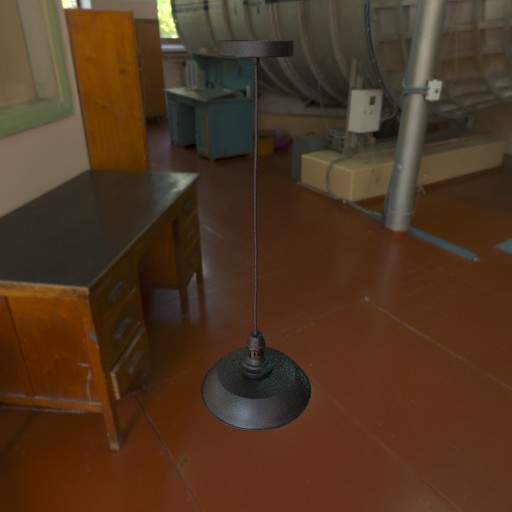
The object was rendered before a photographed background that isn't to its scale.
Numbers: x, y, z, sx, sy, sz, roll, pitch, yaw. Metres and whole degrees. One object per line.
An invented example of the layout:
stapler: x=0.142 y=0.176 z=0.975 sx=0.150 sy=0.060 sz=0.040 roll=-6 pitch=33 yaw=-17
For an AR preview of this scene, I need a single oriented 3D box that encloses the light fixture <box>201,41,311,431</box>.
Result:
light fixture: x=0.000 y=0.000 z=1.137 sx=0.331 sy=0.993 sz=0.331 roll=0 pitch=27 yaw=0
